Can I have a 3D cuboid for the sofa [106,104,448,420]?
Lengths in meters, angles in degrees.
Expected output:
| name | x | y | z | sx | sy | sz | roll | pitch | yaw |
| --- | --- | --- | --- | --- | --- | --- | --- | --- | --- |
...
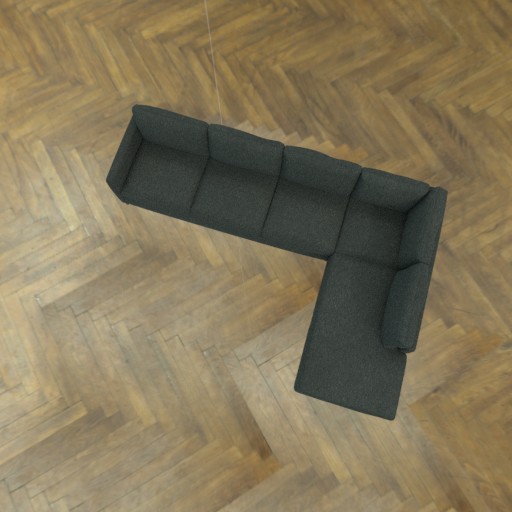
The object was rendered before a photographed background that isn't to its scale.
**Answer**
| name | x | y | z | sx | sy | sz | roll | pitch | yaw |
| --- | --- | --- | --- | --- | --- | --- | --- | --- | --- |
| sofa | 0.000 | 0.000 | 3.897 | 2.949 | 0.815 | 2.007 | 16 | 76 | 4 |
